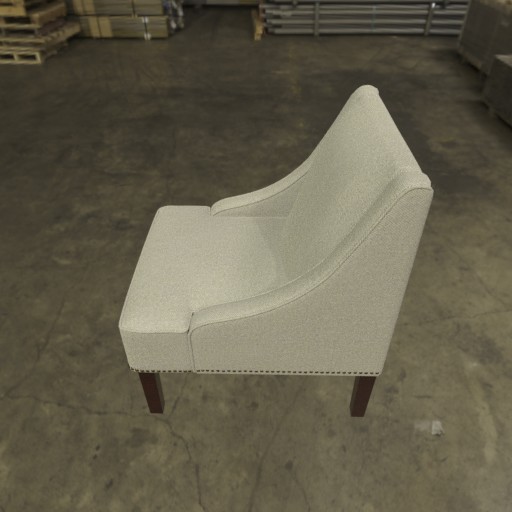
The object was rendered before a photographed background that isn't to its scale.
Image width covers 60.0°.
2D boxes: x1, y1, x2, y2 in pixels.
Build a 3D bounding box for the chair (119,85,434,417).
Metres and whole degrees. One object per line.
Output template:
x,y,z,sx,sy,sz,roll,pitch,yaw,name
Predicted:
0.000,0.000,1.402,0.748,0.872,0.628,1,39,1,chair
